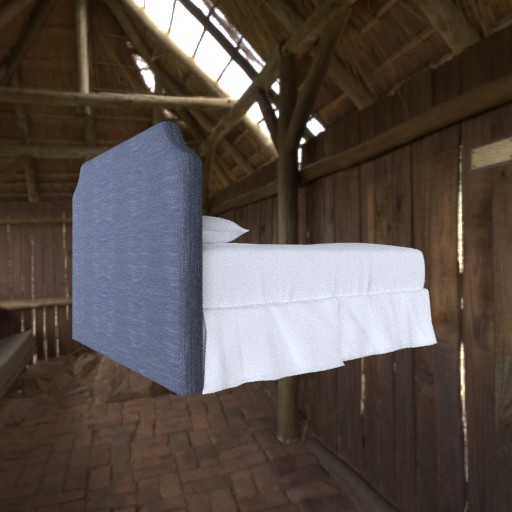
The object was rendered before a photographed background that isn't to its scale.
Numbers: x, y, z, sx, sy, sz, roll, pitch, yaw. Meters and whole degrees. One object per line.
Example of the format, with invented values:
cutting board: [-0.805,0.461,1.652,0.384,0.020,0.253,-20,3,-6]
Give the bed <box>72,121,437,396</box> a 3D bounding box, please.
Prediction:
bed: [0.000,0.000,3.222,2.116,1.290,1.693,0,0,-38]
